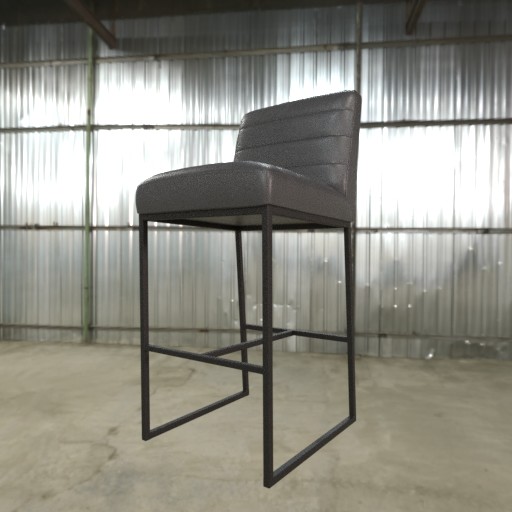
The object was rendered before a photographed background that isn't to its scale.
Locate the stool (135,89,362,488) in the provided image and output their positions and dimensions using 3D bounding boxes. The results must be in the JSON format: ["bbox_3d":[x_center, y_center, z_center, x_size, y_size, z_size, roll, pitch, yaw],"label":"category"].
[{"bbox_3d":[0.000,0.000,1.322,0.457,1.040,0.552,1,1,36],"label":"stool"}]
